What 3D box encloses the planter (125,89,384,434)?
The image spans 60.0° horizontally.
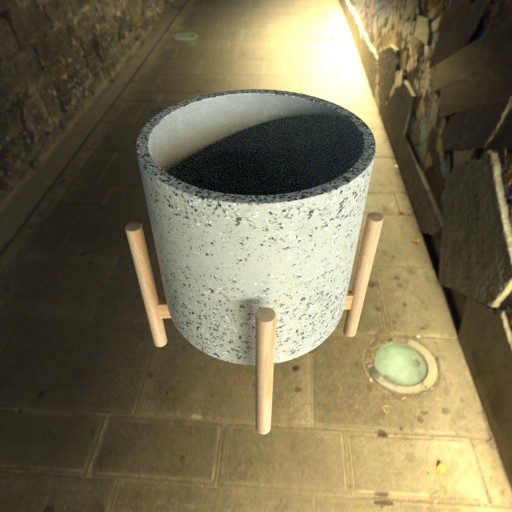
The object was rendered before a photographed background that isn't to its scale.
[{"bbox_3d":[0.000,0.000,0.710,0.360,0.419,0.360,13,44,14],"label":"planter"}]
